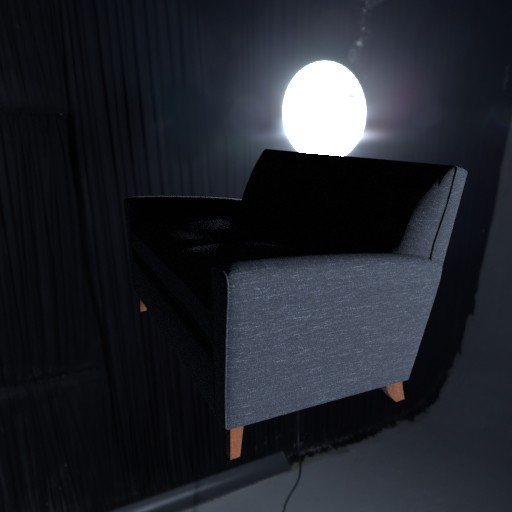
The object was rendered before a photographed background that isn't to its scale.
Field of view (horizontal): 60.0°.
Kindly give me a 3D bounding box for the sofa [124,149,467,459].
[{"bbox_3d":[0.000,0.000,1.943,0.875,0.846,1.420,-8,18,-25],"label":"sofa"}]
